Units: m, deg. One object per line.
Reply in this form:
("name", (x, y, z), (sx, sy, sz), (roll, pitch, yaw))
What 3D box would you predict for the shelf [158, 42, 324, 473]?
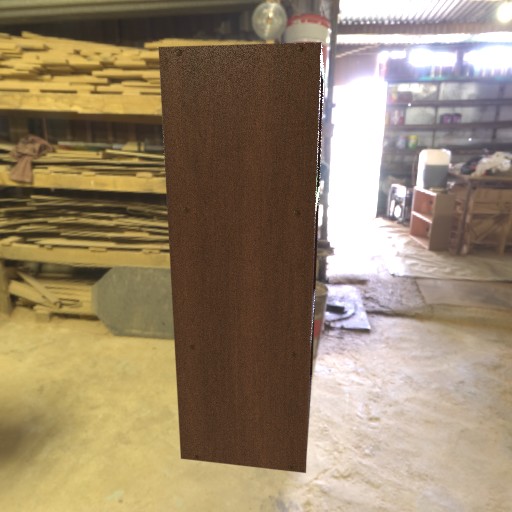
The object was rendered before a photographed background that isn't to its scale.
("shelf", (0.000, 0.000, 1.087), (0.290, 0.879, 0.414), (2, 16, 9))
